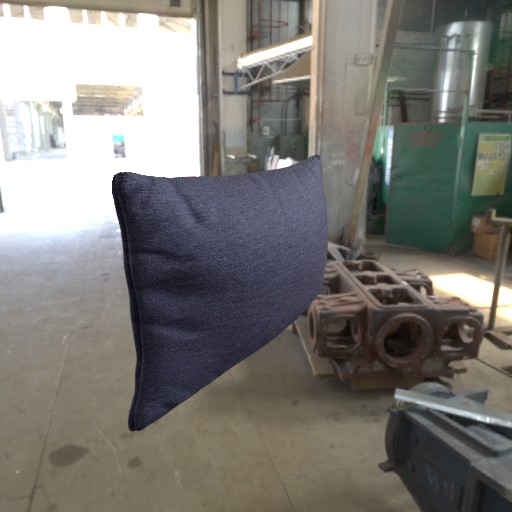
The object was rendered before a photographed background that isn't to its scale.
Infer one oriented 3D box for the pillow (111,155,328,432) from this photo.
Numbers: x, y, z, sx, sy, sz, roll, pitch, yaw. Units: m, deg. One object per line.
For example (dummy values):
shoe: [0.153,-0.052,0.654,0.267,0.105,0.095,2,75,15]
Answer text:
pillow: [0.000,0.000,0.799,0.210,0.338,0.633,8,17,28]
